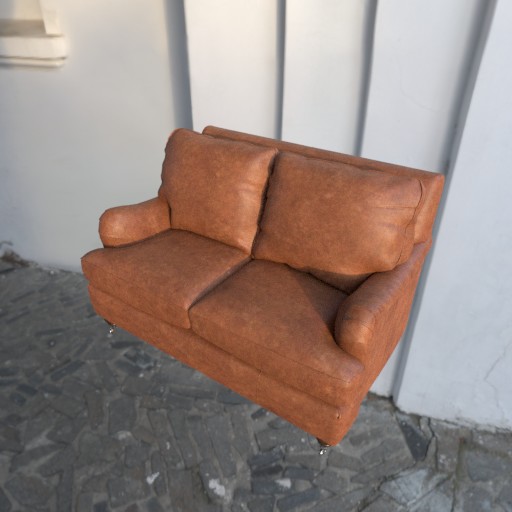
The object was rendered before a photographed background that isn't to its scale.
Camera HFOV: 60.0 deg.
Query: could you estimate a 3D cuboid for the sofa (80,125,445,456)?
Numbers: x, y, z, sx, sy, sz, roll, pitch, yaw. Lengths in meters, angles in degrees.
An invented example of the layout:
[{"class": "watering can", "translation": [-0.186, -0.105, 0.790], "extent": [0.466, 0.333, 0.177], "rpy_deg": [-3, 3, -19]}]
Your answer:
[{"class": "sofa", "translation": [0.000, 0.000, 2.247], "extent": [1.527, 1.004, 1.077], "rpy_deg": [20, 38, 29]}]
